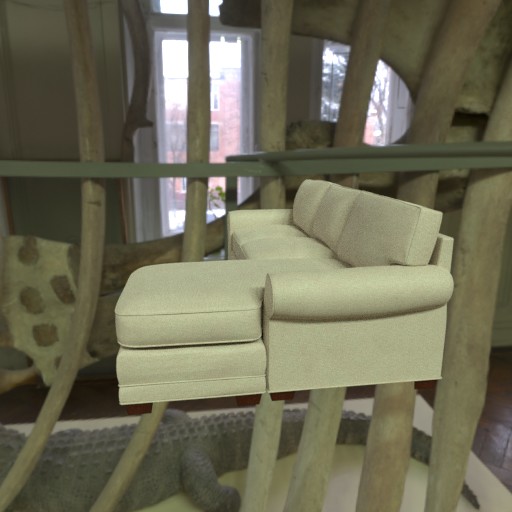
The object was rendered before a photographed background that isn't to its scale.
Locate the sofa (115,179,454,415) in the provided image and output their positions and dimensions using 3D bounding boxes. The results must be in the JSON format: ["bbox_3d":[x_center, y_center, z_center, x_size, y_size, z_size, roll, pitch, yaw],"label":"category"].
[{"bbox_3d":[0.000,0.000,2.354,1.226,0.734,1.770,-2,14,-8],"label":"sofa"}]
